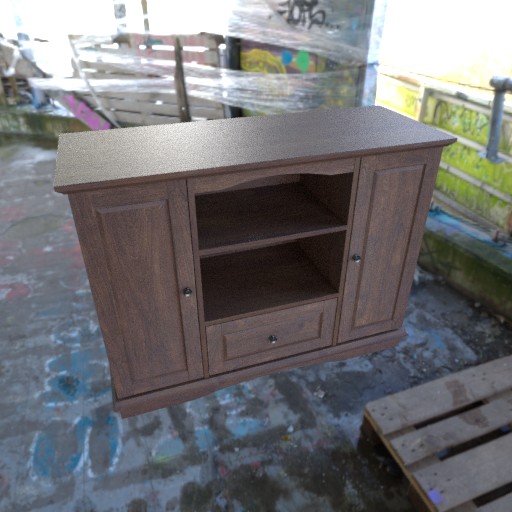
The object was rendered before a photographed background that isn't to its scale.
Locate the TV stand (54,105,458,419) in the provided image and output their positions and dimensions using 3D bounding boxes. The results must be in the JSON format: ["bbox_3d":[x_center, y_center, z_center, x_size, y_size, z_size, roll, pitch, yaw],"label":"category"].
[{"bbox_3d":[0.000,0.000,1.486,1.067,0.813,0.406,-10,34,-16],"label":"TV stand"}]
